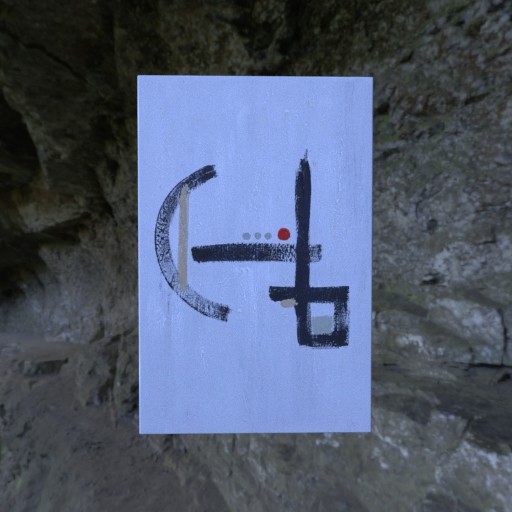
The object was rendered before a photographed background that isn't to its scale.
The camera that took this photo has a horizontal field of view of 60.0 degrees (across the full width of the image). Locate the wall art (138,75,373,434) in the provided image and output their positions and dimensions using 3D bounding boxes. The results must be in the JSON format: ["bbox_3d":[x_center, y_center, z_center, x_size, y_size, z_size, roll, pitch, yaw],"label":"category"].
[{"bbox_3d":[0.000,0.000,1.156,0.602,0.916,0.048,0,1,-1],"label":"wall art"}]
